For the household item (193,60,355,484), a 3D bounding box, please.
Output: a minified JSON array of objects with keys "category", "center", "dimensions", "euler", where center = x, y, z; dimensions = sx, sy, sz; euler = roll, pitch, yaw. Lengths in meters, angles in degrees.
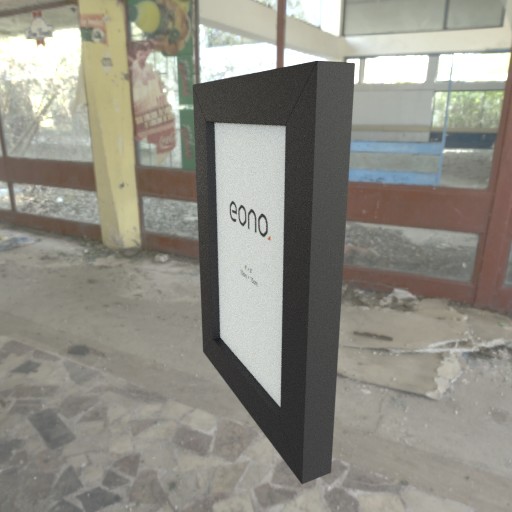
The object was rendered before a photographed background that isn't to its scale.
[{"category":"household item","center":[0.000,0.000,0.235],"dimensions":[0.022,0.178,0.133],"euler":[-8,19,-25]}]
